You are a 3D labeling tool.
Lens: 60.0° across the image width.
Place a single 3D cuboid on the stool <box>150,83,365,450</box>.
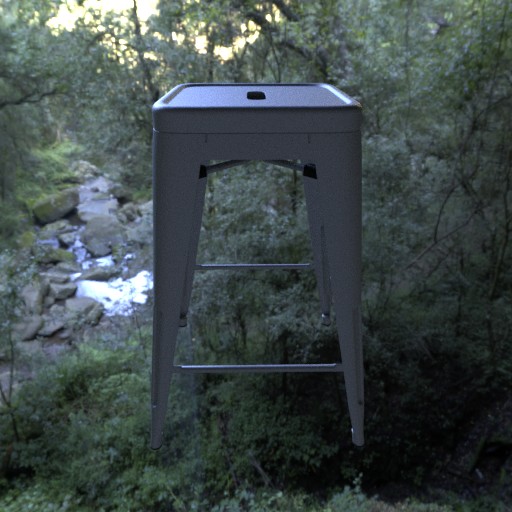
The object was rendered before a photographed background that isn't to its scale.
[{"bbox_3d":[0.000,0.000,0.874,0.406,0.610,0.406,0,27,-1],"label":"stool"}]
